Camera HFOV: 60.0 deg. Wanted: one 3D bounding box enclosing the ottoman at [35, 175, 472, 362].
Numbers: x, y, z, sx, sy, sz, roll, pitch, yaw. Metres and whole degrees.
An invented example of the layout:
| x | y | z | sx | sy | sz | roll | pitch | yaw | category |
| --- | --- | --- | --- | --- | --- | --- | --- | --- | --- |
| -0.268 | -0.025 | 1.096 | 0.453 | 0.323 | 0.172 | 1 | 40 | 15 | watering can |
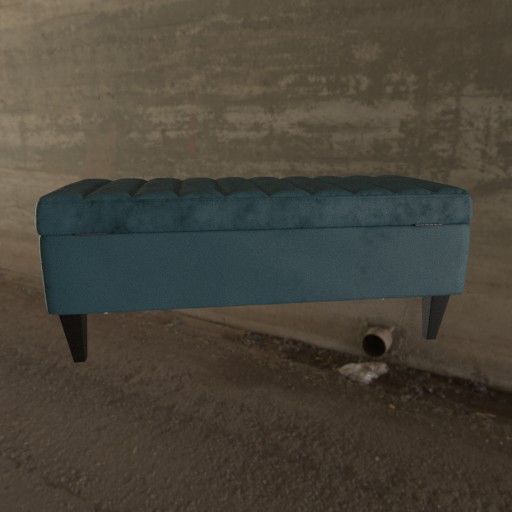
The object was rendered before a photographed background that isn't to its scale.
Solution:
| x | y | z | sx | sy | sz | roll | pitch | yaw | category |
| --- | --- | --- | --- | --- | --- | --- | --- | --- | --- |
| 0.000 | 0.000 | 1.404 | 1.151 | 0.469 | 0.482 | -2 | 15 | -8 | ottoman |
